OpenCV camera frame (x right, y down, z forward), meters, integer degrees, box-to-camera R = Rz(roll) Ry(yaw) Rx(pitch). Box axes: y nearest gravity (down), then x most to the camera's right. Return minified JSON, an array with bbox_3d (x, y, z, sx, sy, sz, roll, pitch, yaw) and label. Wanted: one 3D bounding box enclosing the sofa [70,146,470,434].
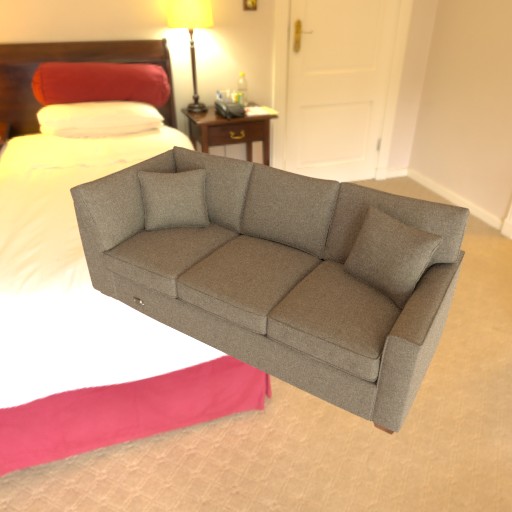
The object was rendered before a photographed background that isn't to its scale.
[{"bbox_3d":[0.000,0.000,2.868,2.317,0.962,1.061,18,35,28],"label":"sofa"}]
